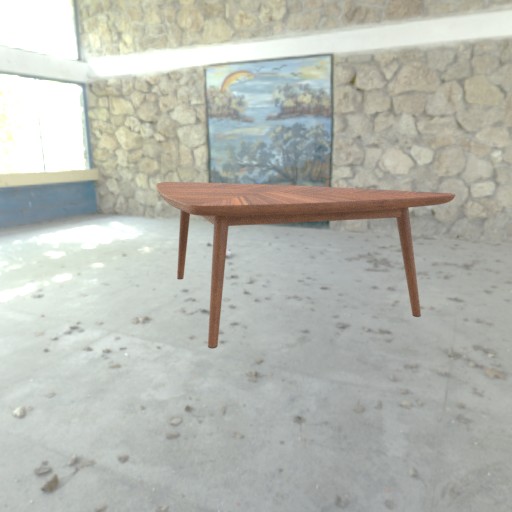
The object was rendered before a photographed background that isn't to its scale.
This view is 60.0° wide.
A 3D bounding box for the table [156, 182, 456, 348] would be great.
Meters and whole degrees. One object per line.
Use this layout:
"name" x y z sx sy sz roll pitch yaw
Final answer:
"table" 0.000 0.000 1.291 1.008 0.365 0.601 7 15 26
